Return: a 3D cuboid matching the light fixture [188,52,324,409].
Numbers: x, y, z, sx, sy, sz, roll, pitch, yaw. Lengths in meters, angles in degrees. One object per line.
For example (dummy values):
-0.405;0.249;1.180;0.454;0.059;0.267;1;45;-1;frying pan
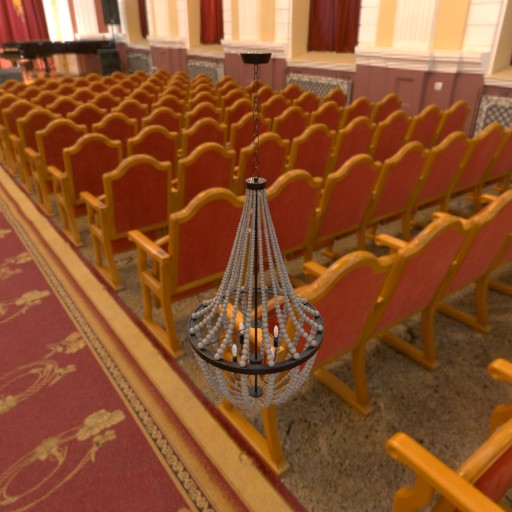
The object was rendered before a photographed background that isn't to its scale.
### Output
0.000;0.000;1.357;0.450;1.133;0.450;0;27;0;light fixture
